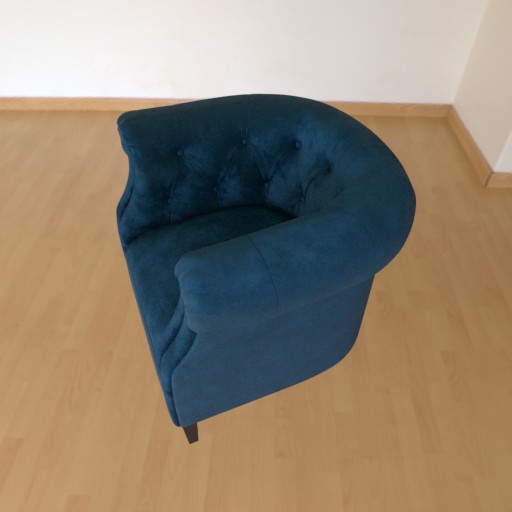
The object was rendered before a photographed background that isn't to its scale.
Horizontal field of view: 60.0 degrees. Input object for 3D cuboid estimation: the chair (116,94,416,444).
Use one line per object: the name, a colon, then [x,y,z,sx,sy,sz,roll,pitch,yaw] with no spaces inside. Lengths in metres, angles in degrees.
chair: [0.000,0.000,1.533,0.851,0.826,0.904,-16,47,-16]
